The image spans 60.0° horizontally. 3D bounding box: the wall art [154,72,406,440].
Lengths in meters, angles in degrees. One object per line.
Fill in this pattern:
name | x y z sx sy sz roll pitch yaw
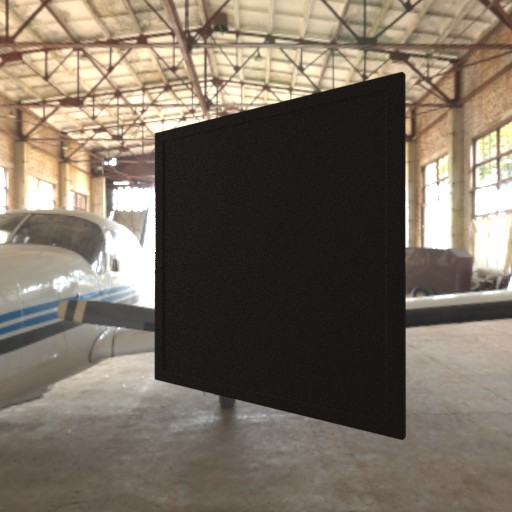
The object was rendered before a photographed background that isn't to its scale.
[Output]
wall art | 0.000 0.000 0.842 0.562 0.558 0.012 0 0 36
